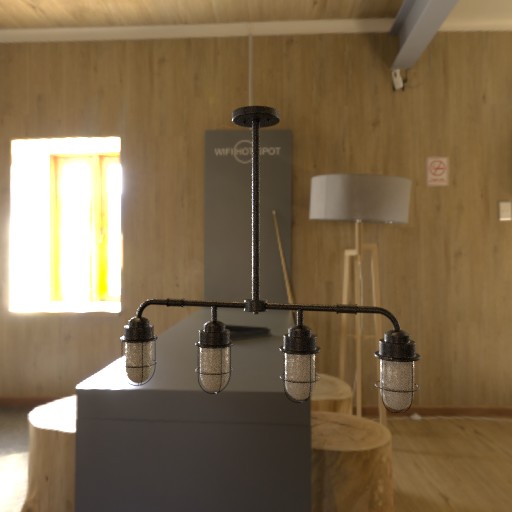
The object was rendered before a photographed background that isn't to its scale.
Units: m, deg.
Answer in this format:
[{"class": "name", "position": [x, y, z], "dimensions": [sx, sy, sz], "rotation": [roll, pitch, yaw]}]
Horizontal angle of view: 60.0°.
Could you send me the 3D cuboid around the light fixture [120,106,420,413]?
[{"class": "light fixture", "position": [0.000, 0.000, 1.224], "dimensions": [0.852, 0.785, 0.131], "rotation": [0, 0, 18]}]
